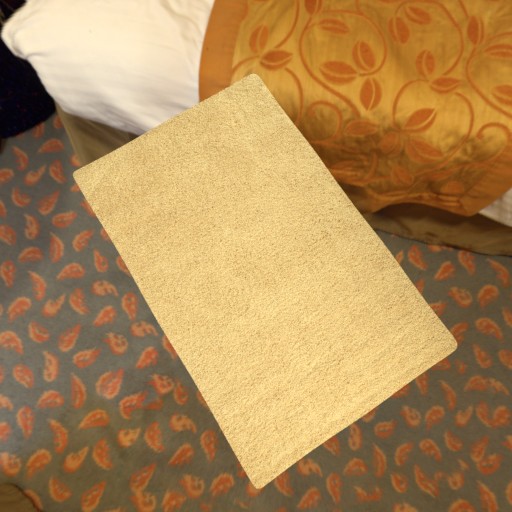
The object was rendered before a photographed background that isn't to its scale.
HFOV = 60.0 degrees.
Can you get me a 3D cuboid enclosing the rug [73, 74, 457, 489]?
[{"bbox_3d":[0.000,0.000,2.896,1.500,0.025,2.349,-32,78,-8],"label":"rug"}]
